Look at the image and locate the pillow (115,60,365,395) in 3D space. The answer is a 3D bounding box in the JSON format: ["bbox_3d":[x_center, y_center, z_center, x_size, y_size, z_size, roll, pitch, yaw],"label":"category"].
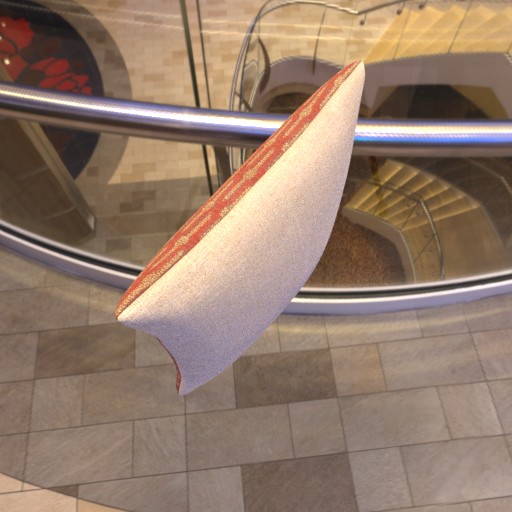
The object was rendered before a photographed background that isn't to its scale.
[{"bbox_3d":[0.000,0.000,0.790,0.182,0.503,0.511,35,69,16],"label":"pillow"}]
